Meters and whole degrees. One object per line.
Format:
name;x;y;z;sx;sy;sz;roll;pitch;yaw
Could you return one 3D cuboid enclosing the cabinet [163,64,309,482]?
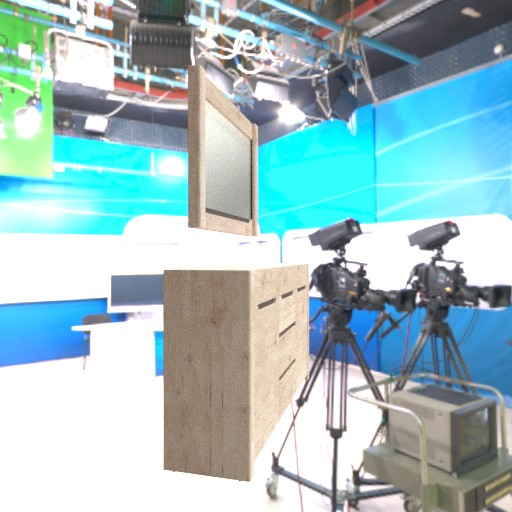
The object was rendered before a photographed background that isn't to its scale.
cabinet;0.000;0.000;2.805;0.420;1.981;1.700;0;0;15
